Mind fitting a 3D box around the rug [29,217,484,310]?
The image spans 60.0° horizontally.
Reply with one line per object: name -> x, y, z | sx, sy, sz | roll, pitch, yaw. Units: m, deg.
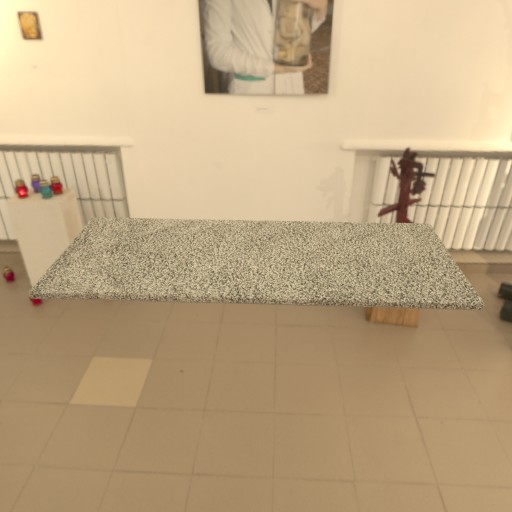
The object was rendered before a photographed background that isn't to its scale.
rug -> 0.000, 0.000, 1.736 | 1.524, 0.030, 0.609 | 1, 30, 2
